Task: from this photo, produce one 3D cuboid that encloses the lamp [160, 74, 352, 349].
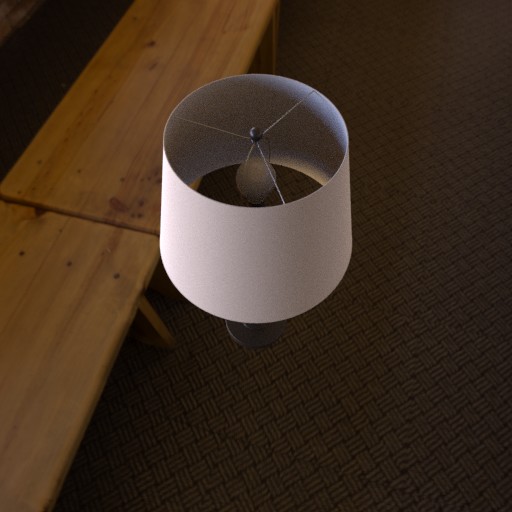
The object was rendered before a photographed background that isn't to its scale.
[{"bbox_3d":[0.000,0.000,0.915,0.363,0.696,0.363,0,59,0],"label":"lamp"}]
